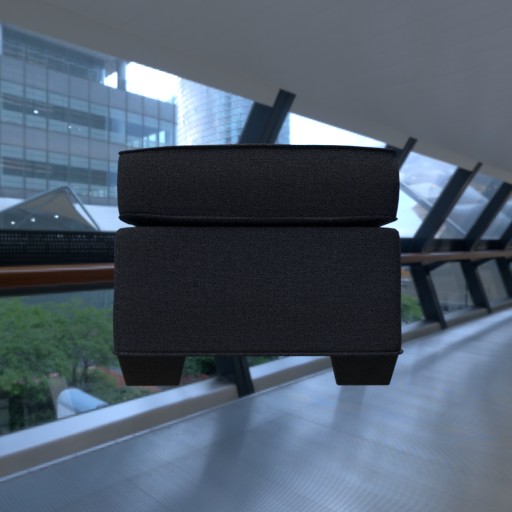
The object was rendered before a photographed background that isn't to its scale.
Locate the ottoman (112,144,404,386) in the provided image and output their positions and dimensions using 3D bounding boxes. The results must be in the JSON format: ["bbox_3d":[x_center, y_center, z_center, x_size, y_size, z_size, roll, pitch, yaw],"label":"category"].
[{"bbox_3d":[0.000,0.000,1.177,0.505,0.453,0.895,0,0,-1],"label":"ottoman"}]
